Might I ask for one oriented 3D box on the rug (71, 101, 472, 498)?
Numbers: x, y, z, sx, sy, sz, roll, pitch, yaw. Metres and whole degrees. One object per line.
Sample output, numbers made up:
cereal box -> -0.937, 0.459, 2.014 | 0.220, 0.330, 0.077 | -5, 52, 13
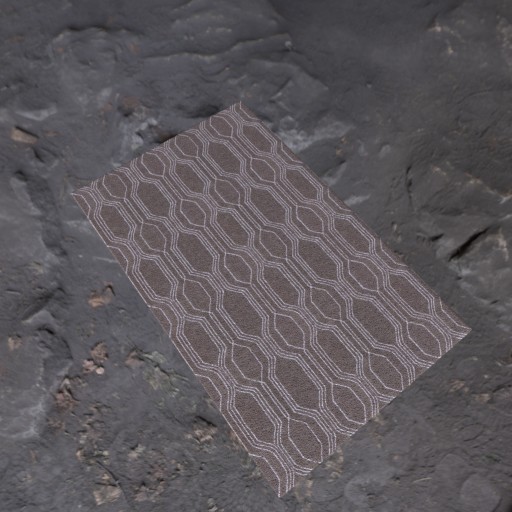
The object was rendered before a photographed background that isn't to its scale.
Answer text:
rug -> 0.000, 0.000, 3.008 | 1.541, 0.012, 2.457 | -34, 68, -16
